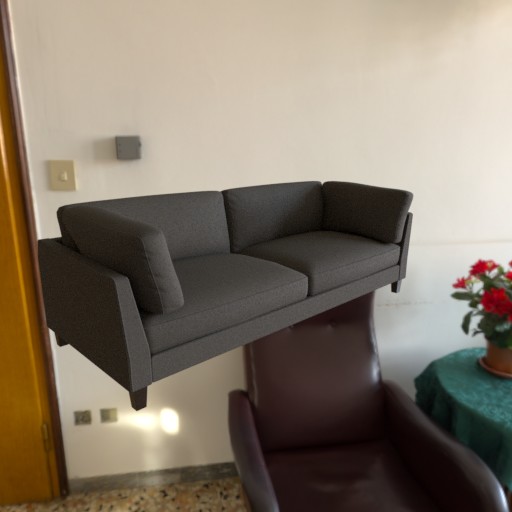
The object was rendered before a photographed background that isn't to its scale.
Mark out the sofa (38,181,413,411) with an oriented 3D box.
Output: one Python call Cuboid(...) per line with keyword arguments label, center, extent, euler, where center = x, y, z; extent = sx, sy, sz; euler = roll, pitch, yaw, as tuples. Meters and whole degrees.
Cuboid(label="sofa", center=(0.000, 0.000, 2.773), extent=(2.312, 0.792, 0.969), euler=(-14, 20, -42))
